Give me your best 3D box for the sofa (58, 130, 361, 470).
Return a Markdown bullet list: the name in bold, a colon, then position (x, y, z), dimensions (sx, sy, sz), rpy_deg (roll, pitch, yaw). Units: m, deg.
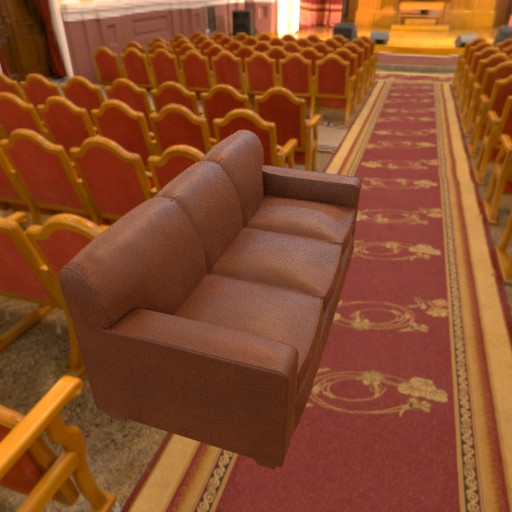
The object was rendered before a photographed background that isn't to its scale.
- **sofa**: position (0.000, 0.000, 2.617), dimensions (1.008, 0.953, 2.039), rpy_deg (10, 33, 16)
